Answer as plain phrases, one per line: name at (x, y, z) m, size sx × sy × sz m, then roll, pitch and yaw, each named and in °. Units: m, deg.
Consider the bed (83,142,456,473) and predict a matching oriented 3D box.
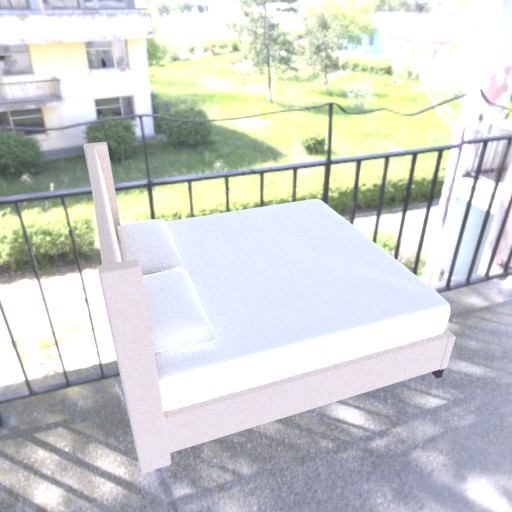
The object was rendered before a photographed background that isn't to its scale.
bed at (0.000, 0.000, 3.556) m, size 2.293 × 1.471 × 2.145 m, roll -11°, pitch 32°, yaw -17°
